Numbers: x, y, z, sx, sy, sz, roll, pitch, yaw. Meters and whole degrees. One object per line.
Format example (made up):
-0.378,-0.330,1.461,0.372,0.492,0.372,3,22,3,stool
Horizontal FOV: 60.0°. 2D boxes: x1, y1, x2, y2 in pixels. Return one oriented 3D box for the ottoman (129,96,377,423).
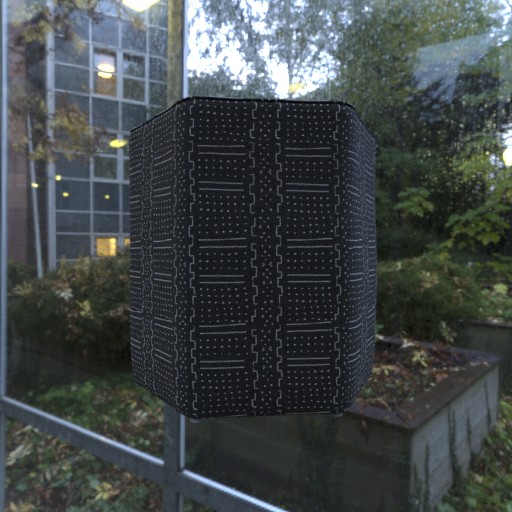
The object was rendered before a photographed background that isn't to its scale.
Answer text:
0.000,0.000,0.884,0.443,0.502,0.494,-1,1,-36,ottoman
